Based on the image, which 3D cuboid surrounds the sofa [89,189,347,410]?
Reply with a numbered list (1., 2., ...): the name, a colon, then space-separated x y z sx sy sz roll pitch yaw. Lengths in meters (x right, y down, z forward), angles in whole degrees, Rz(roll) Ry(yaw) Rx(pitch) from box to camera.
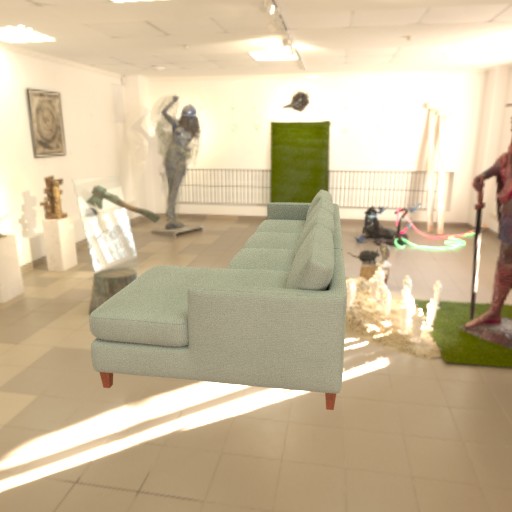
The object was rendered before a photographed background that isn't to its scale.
1. sofa: 0.000 0.000 4.247 1.604 0.950 3.471 3 16 9
